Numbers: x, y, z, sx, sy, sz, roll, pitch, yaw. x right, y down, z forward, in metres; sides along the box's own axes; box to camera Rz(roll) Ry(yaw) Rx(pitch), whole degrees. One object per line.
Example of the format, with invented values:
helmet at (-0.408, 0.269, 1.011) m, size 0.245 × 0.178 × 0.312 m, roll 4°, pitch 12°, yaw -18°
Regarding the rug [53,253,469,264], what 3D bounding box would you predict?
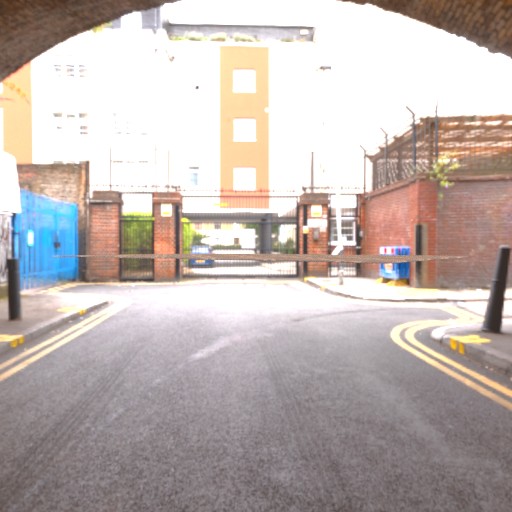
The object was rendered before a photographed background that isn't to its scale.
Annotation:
rug at (0.000, 0.000, 2.211) m, size 1.754 × 0.010 × 1.148 m, roll 1°, pitch 1°, yaw 36°
